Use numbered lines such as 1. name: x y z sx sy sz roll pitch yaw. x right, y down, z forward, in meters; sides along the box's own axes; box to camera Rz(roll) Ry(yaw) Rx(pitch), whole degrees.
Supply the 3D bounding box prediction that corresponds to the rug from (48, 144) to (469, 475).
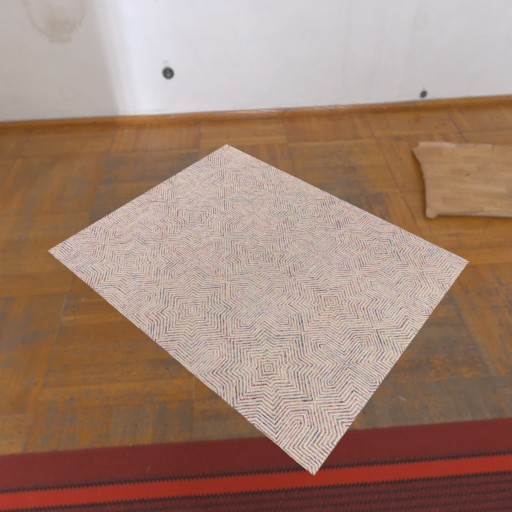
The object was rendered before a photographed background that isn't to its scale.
1. rug: 0.000 0.000 4.105 3.046 0.008 2.442 32 53 27
